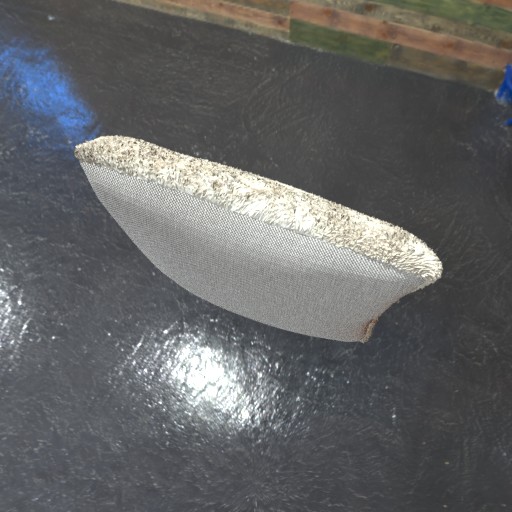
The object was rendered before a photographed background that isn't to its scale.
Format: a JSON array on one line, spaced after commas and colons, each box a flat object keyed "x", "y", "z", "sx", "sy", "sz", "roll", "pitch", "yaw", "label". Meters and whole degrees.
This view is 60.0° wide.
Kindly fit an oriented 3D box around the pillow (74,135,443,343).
[{"x": 0.000, "y": 0.000, "z": 0.815, "sx": 0.529, "sy": 0.515, "sz": 0.218, "roll": 19, "pitch": 64, "yaw": 10, "label": "pillow"}]
